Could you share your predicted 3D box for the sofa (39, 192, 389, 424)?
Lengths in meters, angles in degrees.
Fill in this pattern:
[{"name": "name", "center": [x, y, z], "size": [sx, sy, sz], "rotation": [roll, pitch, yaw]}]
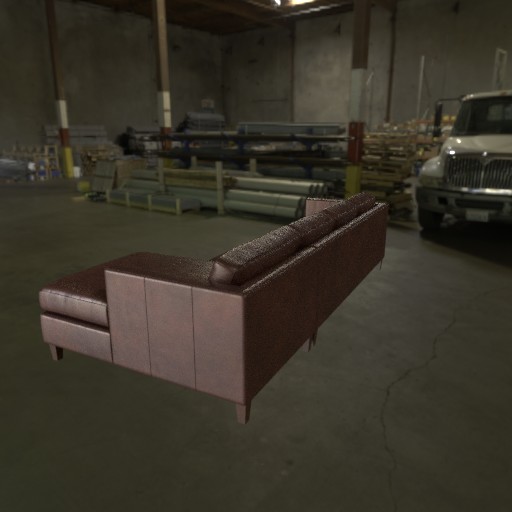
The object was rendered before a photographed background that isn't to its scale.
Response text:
[{"name": "sofa", "center": [0.000, 0.000, 3.892], "size": [1.581, 0.883, 3.203], "rotation": [8, 17, 27]}]
